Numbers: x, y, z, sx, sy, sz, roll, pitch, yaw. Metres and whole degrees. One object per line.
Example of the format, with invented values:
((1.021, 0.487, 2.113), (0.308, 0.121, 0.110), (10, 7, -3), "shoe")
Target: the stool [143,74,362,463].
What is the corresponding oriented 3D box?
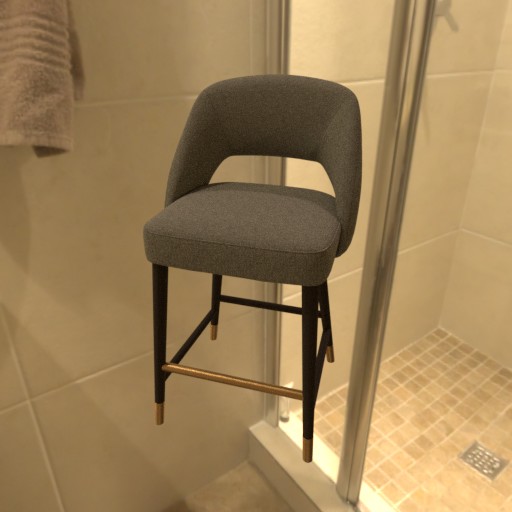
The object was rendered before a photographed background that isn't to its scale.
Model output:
((0.000, 0.000, 1.257), (0.536, 0.925, 0.524), (8, 27, 15), "stool")
